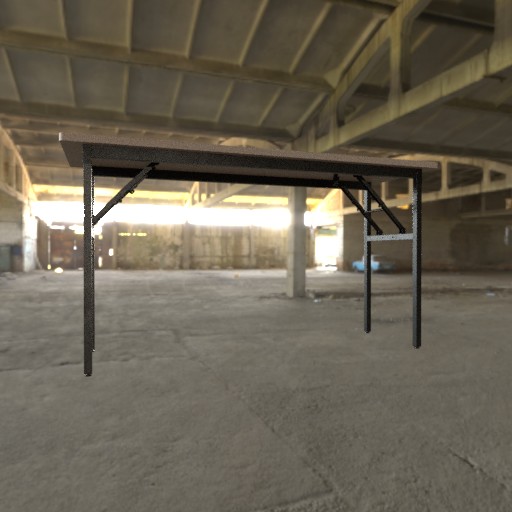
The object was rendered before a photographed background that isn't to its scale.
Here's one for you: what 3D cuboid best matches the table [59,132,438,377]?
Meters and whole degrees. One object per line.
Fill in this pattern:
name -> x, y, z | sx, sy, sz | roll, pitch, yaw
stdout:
table -> 0.000, 0.000, 1.765 | 1.397, 0.750, 0.447 | 0, 1, -19
